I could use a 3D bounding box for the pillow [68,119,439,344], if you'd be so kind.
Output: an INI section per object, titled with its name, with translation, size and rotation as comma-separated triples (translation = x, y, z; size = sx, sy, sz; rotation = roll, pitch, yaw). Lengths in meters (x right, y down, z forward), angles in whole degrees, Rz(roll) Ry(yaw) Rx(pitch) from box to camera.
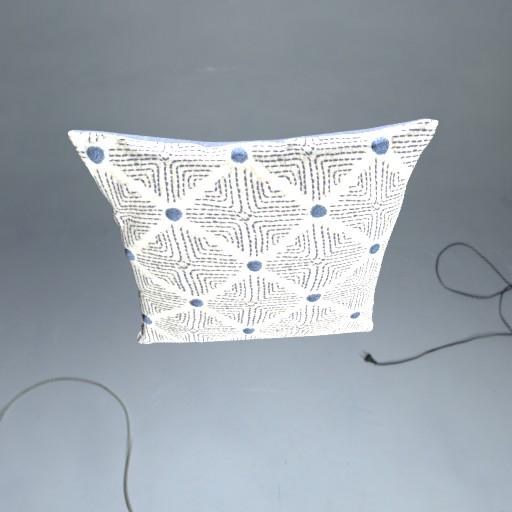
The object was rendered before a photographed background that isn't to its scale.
[pillow]
translation = 0.000, 0.000, 0.782
size = 0.510, 0.510, 0.145
rotation = -3, 47, -2
